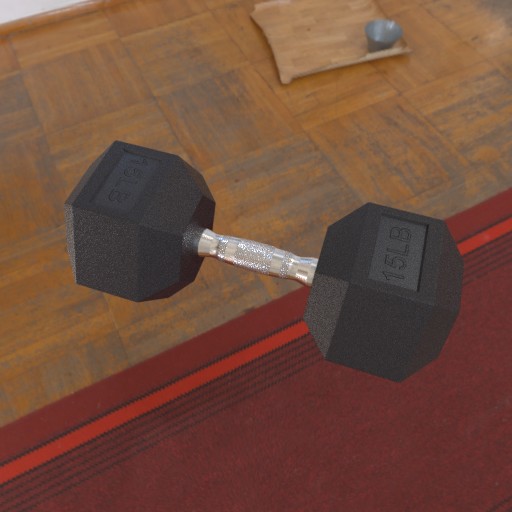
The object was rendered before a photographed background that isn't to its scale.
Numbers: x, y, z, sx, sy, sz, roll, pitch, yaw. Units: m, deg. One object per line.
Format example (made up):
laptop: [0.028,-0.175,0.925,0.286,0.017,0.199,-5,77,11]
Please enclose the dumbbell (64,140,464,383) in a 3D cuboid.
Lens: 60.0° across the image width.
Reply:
dumbbell: [0.000,0.000,0.326,0.271,0.106,0.122,15,60,9]
